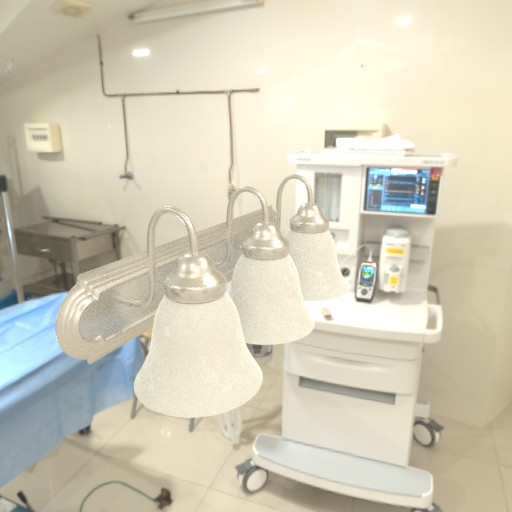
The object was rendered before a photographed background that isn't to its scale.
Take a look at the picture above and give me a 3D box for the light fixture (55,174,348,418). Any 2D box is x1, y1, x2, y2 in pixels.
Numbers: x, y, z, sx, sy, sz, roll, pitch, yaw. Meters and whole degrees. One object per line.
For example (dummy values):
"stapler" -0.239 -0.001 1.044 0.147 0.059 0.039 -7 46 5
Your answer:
"light fixture" 0.000 0.000 0.714 0.199 0.222 0.610 8 19 26
